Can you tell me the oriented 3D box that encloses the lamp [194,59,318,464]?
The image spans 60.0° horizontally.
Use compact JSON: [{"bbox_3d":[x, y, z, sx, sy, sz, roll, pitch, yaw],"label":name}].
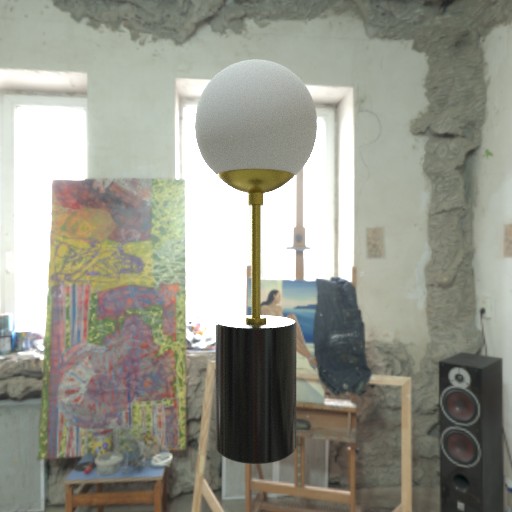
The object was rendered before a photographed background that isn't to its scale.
[{"bbox_3d":[0.000,0.000,0.560,0.153,0.480,0.153,0,1,0],"label":"lamp"}]
